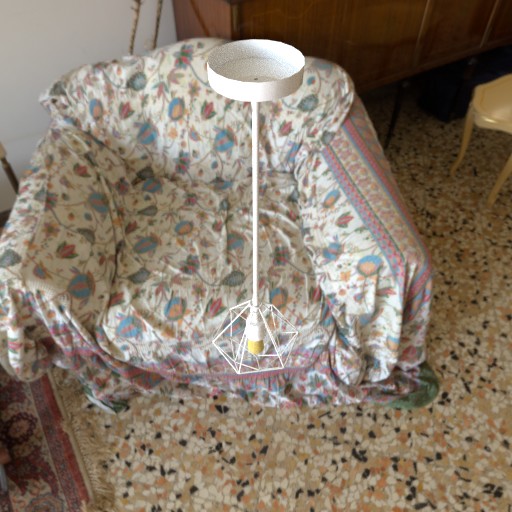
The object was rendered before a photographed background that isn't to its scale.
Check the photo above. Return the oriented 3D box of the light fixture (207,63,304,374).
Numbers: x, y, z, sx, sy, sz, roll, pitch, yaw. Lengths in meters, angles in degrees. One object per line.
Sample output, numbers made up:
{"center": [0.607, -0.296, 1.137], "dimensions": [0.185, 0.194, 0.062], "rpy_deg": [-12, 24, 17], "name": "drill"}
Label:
{"center": [0.000, 0.000, 1.991], "dimensions": [0.431, 1.764, 0.487], "rpy_deg": [17, 50, 15], "name": "light fixture"}
